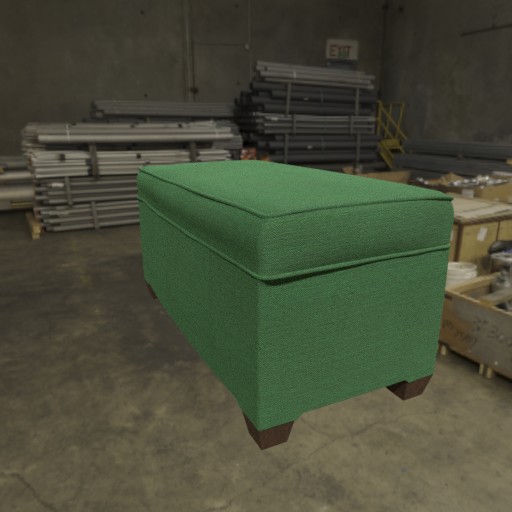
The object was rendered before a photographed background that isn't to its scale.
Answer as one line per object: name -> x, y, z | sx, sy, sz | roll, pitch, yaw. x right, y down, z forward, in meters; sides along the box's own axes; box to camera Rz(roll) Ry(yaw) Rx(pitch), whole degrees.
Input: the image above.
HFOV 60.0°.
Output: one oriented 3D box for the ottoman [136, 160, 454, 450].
ottoman -> 0.000, 0.000, 1.232 | 0.483, 0.471, 0.957 | -8, 19, -25
